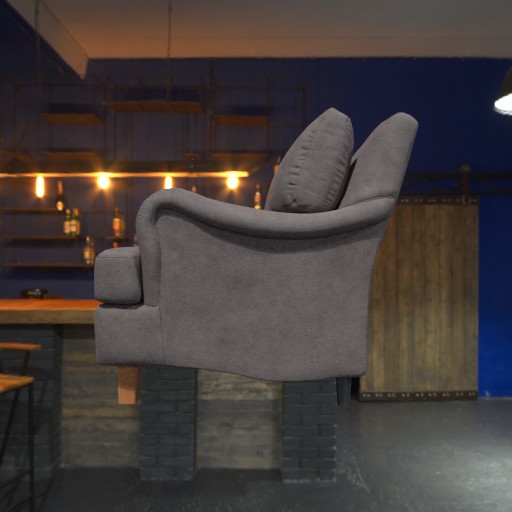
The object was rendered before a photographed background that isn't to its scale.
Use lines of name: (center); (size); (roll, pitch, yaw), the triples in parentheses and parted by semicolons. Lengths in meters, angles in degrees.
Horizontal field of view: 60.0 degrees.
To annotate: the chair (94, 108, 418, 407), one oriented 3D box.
chair: (0.000, 0.000, 1.855); (1.070, 0.997, 0.955); (0, 0, 2)
